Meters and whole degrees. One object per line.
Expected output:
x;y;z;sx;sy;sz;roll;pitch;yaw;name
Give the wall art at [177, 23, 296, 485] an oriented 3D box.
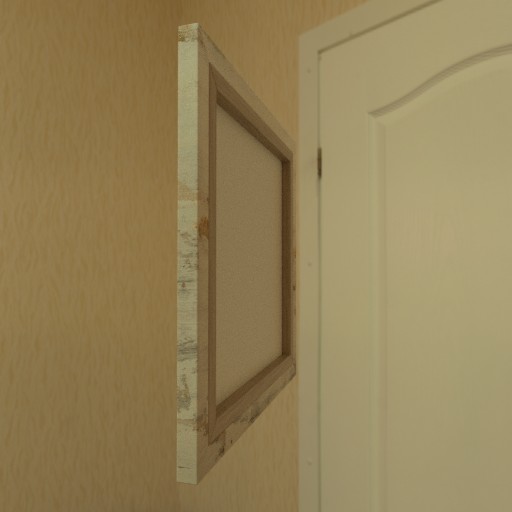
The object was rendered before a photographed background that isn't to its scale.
0.000;0.000;1.087;0.038;0.755;0.753;0;-1;17;wall art
